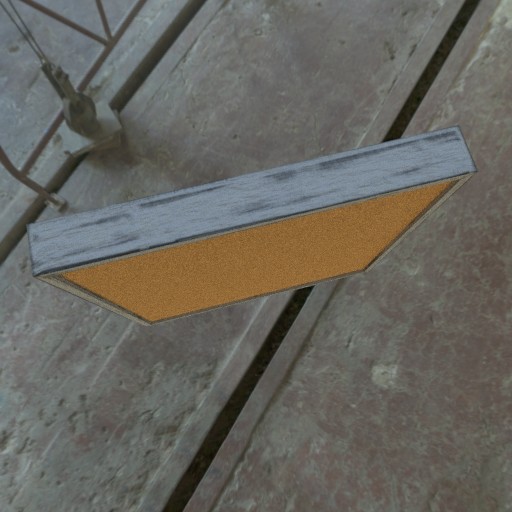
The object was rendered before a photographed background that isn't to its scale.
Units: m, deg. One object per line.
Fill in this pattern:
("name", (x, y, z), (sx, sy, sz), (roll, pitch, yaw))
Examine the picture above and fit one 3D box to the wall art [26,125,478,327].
("wall art", (0.000, 0.000, 0.444), (0.303, 0.303, 0.036), (-14, 75, -4))
